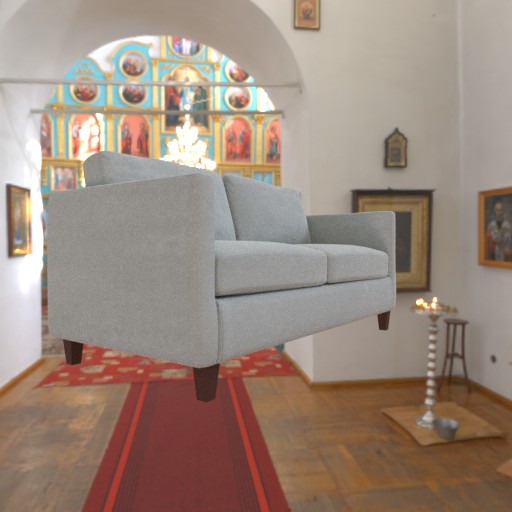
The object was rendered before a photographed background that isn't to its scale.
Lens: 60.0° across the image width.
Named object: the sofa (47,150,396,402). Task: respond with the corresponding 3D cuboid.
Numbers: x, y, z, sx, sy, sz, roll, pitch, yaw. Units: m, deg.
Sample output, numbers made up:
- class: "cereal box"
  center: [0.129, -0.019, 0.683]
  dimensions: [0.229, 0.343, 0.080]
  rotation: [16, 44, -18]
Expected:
- class: "sofa"
  center: [0.000, 0.000, 2.423]
  dimensions: [0.950, 0.963, 1.884]
  rotation: [0, 1, 37]
